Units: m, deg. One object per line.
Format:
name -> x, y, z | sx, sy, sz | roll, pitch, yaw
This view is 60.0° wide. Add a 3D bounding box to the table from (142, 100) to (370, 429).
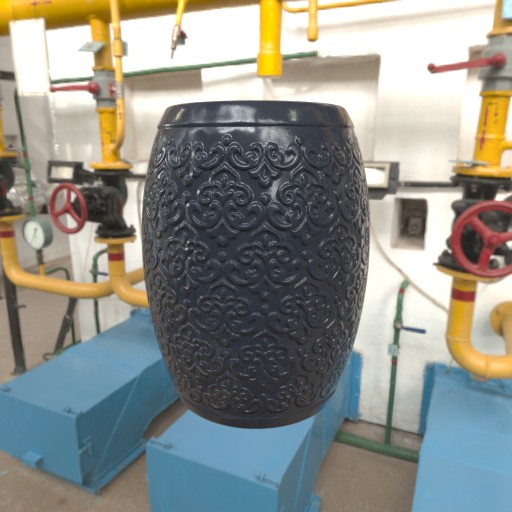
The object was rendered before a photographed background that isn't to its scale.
table -> 0.000, 0.000, 0.623 | 0.309, 0.397, 0.309 | 0, 14, 0
